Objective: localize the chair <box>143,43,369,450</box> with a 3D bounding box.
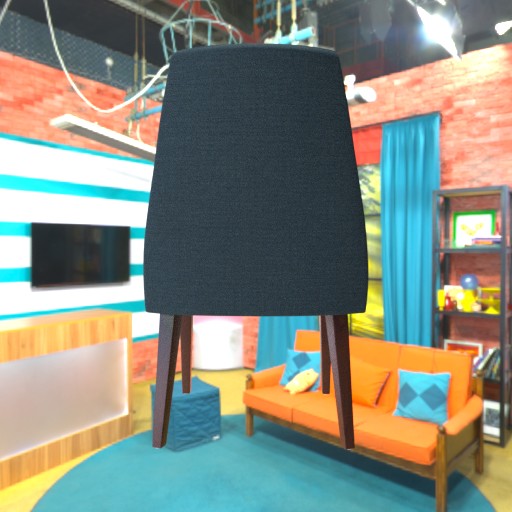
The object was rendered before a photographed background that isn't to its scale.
[{"bbox_3d":[0.000,0.000,1.149,0.529,0.861,0.544,0,1,1],"label":"chair"}]
